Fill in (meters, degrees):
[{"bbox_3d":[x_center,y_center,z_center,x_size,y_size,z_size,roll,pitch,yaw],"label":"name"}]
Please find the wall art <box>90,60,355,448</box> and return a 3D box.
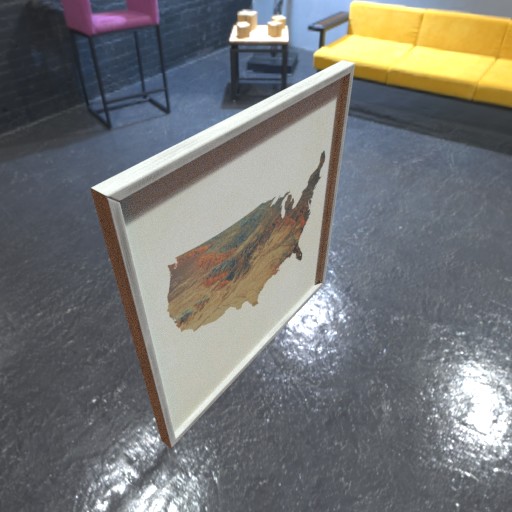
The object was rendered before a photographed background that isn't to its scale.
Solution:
[{"bbox_3d":[0.000,0.000,0.447,0.015,0.303,0.303,26,47,28],"label":"wall art"}]
